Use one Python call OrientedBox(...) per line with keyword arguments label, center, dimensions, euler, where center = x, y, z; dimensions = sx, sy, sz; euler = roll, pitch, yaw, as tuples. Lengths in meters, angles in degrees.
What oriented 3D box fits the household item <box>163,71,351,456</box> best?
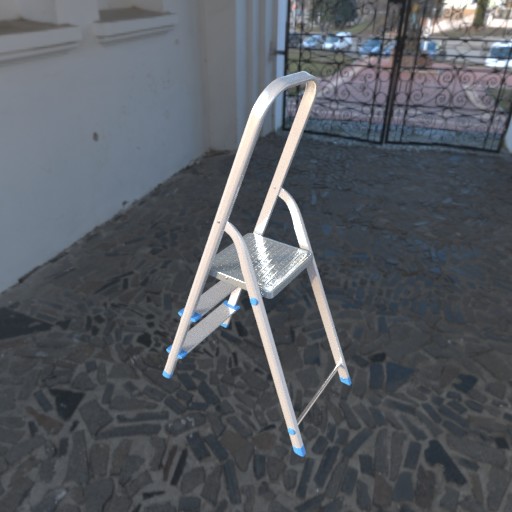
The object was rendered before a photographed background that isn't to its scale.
OrientedBox(label="household item", center=(0.000, 0.000, 1.555), dimensions=(0.687, 1.215, 0.420), euler=(20, 36, 29))
